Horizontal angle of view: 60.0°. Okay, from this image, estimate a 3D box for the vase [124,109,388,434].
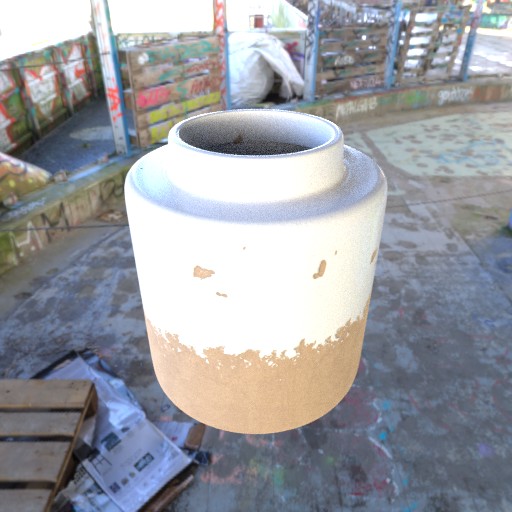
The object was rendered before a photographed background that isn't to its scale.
[{"bbox_3d":[0.000,0.000,0.293,0.153,0.167,0.153,0,32,0],"label":"vase"}]
